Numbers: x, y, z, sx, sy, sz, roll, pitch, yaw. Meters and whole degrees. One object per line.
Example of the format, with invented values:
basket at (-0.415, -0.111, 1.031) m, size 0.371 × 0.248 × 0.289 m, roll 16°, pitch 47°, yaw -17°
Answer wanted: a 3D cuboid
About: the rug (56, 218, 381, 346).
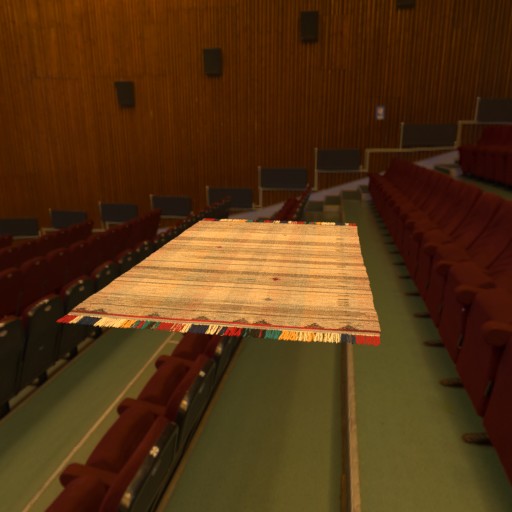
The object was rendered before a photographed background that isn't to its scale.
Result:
rug at (0.000, 0.000, 3.043) m, size 1.465 × 0.012 × 2.465 m, roll 3°, pitch 16°, yaw 9°
